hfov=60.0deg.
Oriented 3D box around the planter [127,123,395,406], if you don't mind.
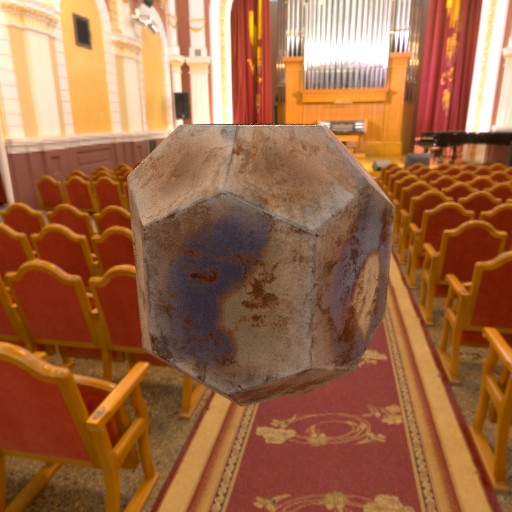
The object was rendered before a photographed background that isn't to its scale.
[{"bbox_3d":[0.000,0.000,0.417,0.243,0.238,0.221,3,18,11],"label":"planter"}]
